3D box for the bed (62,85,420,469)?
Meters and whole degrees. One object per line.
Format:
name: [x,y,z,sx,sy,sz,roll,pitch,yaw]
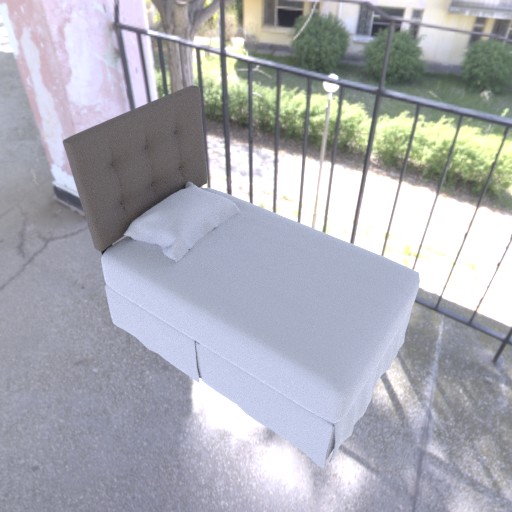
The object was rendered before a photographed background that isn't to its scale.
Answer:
bed: [0.000,0.000,2.978,1.997,1.571,1.261,25,46,26]
